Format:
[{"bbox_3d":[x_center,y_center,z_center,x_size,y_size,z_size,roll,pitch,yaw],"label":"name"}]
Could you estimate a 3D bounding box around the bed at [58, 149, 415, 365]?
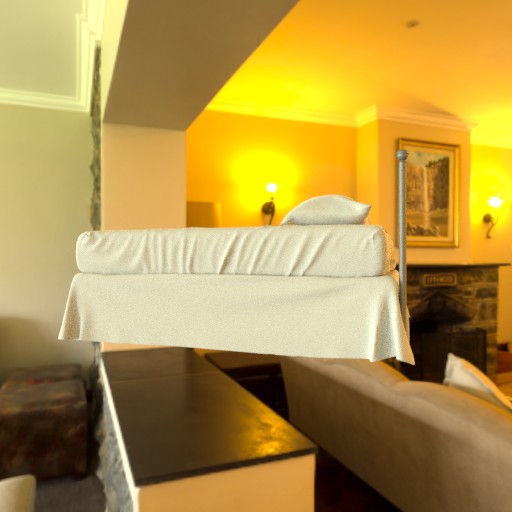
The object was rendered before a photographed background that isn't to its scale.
[{"bbox_3d":[0.000,0.000,3.342,2.215,1.080,1.936,0,0,18],"label":"bed"}]
